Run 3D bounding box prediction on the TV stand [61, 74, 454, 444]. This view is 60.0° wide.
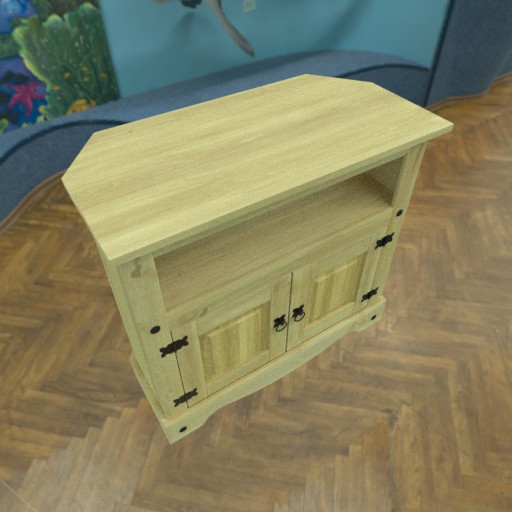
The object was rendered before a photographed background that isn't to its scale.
[{"bbox_3d":[0.000,0.000,1.294,0.851,0.781,0.425,-24,49,-23],"label":"TV stand"}]
